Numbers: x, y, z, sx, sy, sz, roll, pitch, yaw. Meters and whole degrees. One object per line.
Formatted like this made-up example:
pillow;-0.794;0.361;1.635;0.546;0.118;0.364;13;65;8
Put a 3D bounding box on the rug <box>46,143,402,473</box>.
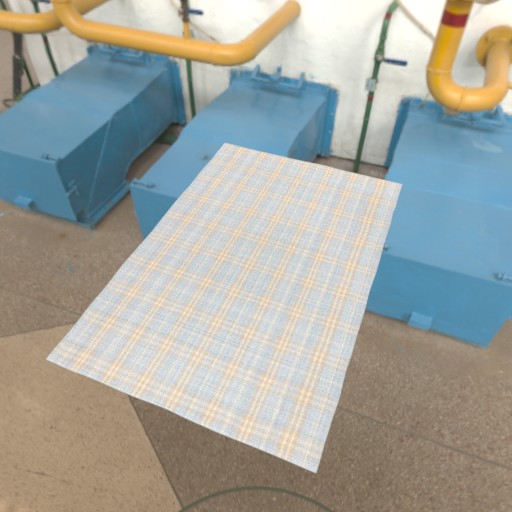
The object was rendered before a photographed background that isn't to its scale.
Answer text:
rug;0.000;0.000;2.340;1.231;0.012;1.835;17;49;15
